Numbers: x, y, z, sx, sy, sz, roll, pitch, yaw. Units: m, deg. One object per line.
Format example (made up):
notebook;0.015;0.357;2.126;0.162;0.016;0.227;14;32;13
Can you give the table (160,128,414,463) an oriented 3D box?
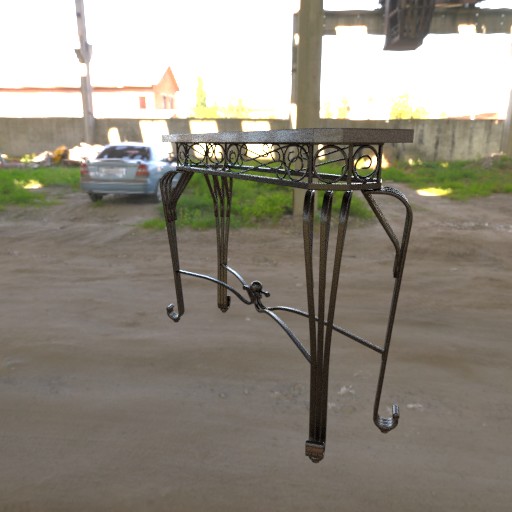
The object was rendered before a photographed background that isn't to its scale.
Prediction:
table;0.000;0.000;1.496;0.329;0.800;1.112;-8;16;-29
